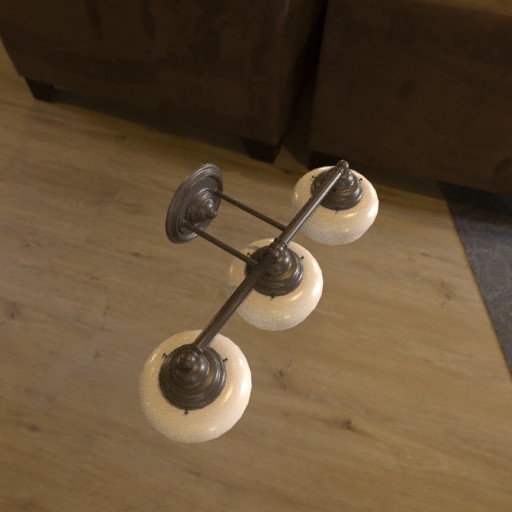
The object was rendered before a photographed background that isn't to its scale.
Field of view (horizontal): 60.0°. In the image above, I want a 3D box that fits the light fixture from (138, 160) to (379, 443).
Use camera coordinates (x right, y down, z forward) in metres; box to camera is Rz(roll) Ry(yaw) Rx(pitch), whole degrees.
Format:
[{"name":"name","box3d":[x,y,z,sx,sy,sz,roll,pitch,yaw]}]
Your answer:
[{"name":"light fixture","box3d":[0.000,0.000,0.723,0.239,0.242,0.587,30,61,18]}]
